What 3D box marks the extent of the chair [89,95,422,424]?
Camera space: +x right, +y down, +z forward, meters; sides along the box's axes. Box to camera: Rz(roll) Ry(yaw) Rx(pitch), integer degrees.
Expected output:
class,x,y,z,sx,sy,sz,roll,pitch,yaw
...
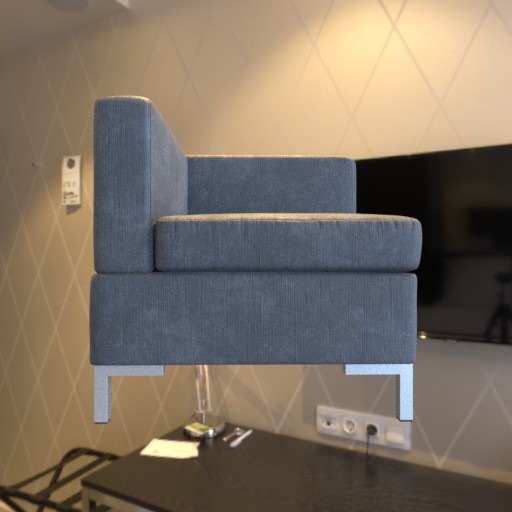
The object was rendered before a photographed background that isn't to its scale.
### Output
class,x,y,z,sx,sy,sz,roll,pitch,yaw
chair,0.000,0.000,1.192,0.680,0.660,0.680,0,0,-1
